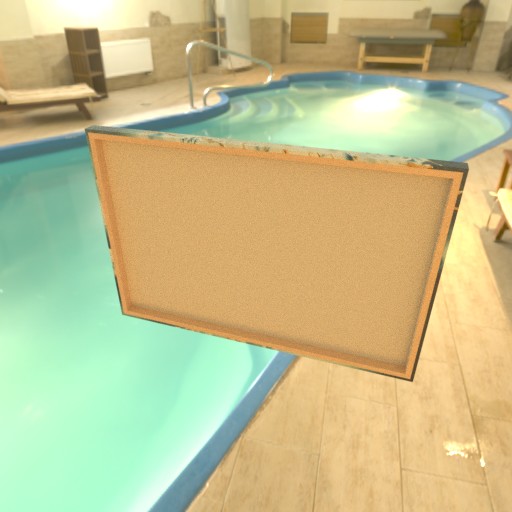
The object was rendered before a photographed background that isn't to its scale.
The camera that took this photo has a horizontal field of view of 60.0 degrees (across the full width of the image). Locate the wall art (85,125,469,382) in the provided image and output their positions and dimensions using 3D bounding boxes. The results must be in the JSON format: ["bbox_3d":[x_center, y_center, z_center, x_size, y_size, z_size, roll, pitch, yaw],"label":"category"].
[{"bbox_3d":[0.000,0.000,1.185,0.912,0.608,0.038,10,33,16],"label":"wall art"}]
